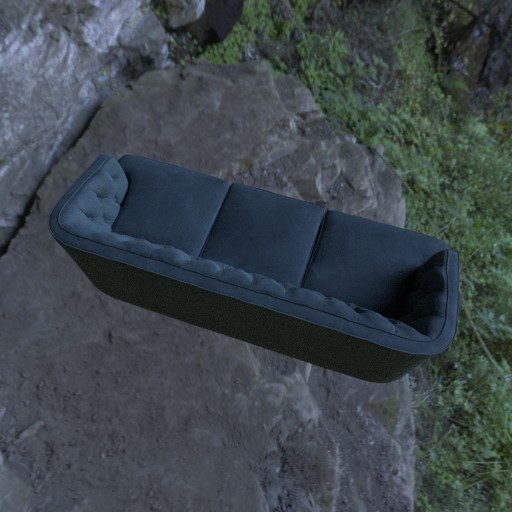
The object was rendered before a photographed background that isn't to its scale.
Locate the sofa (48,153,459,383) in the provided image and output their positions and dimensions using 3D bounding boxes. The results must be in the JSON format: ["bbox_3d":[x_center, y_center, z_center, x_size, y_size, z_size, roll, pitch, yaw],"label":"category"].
[{"bbox_3d":[0.000,0.000,2.775,2.278,0.855,0.941,17,64,8],"label":"sofa"}]
